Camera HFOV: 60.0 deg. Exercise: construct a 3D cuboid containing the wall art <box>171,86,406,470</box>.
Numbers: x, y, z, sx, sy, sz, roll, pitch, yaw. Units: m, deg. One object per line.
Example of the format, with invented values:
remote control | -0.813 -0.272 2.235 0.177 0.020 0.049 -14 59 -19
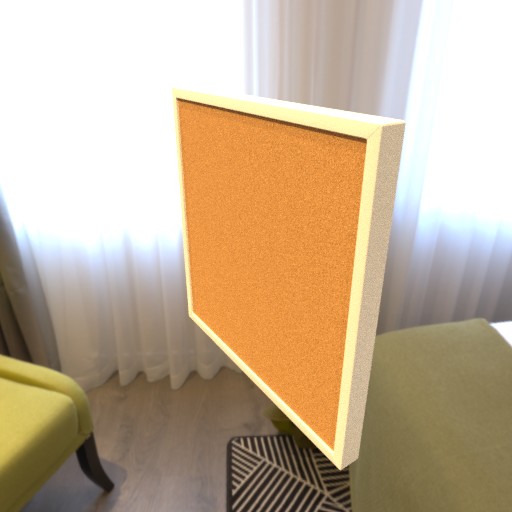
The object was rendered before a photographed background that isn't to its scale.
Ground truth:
wall art | 0.000 0.000 0.756 0.038 0.508 0.508 -16 30 -30
